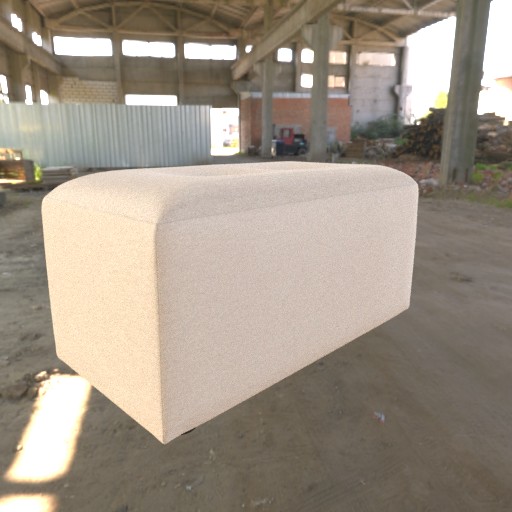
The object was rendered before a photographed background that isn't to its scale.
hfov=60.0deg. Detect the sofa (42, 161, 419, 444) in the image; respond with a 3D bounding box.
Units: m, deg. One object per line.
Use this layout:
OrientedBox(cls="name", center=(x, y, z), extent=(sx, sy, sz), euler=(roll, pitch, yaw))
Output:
OrientedBox(cls="sofa", center=(0.000, 0.000, 1.192), extent=(0.480, 0.470, 0.930), euler=(14, 20, 43))
